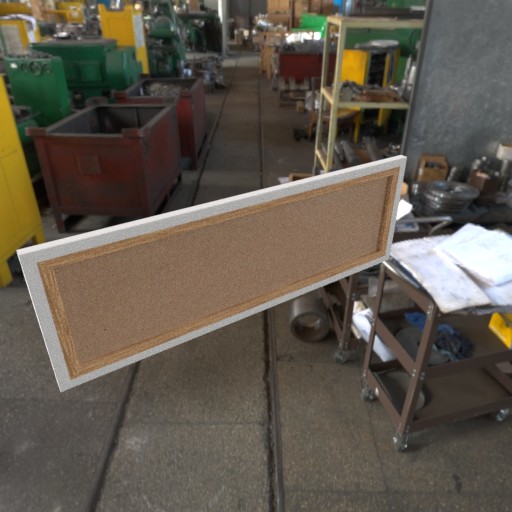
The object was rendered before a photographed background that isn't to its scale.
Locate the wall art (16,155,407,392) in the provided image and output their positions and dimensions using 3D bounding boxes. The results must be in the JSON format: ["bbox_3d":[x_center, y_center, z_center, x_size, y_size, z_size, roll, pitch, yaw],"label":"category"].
[{"bbox_3d":[0.000,0.000,1.667,1.520,0.507,0.039,-18,35,-28],"label":"wall art"}]
